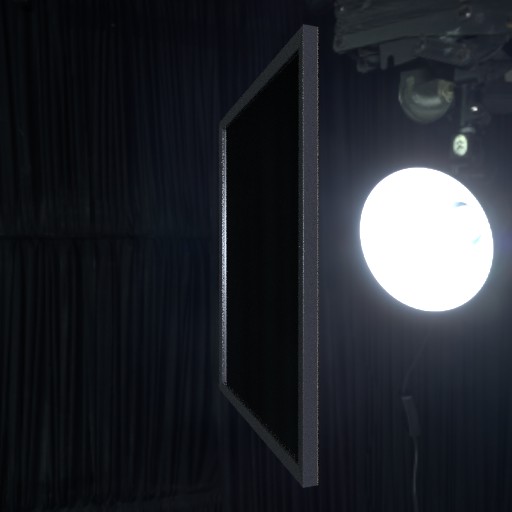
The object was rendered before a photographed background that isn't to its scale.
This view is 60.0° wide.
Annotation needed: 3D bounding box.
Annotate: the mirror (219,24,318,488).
[{"bbox_3d":[0.000,0.000,1.338,0.040,1.016,0.762,0,0,-19],"label":"mirror"}]
